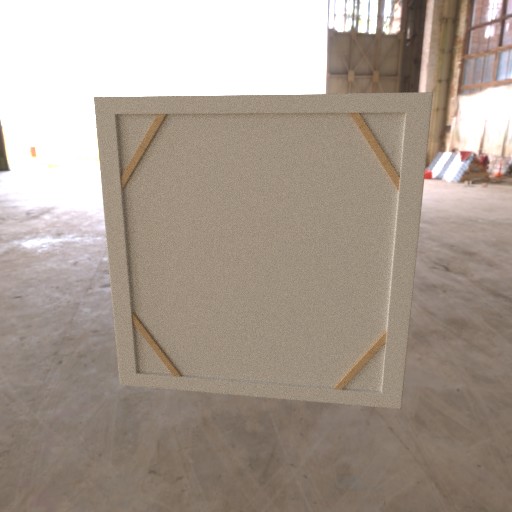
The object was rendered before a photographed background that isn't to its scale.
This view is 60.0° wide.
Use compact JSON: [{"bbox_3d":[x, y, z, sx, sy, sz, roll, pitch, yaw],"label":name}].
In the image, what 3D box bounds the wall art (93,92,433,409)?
[{"bbox_3d":[0.000,0.000,0.596,0.405,0.407,0.038,2,16,8],"label":"wall art"}]
